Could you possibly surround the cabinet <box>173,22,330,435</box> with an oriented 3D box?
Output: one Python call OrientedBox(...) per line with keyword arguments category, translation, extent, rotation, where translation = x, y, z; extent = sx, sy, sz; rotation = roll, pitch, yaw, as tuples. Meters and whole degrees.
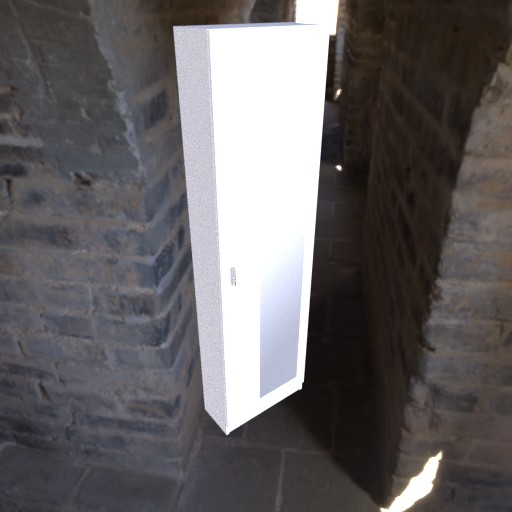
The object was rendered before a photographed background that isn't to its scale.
OrientedBox(category="cabinet", translation=(0.000, 0.000, 1.938), extent=(0.500, 1.790, 0.230), rotation=(-21, 36, -32))
